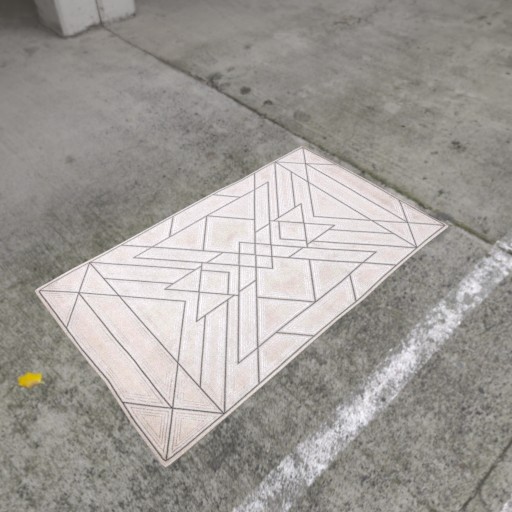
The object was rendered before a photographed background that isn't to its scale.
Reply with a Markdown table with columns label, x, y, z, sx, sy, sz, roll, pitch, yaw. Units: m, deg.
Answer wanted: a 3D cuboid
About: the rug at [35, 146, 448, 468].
| label | x | y | z | sx | sy | sz | roll | pitch | yaw |
| --- | --- | --- | --- | --- | --- | --- | --- | --- | --- |
| rug | 0.000 | 0.000 | 1.055 | 0.869 | 0.008 | 0.511 | -33 | 55 | -28 |
